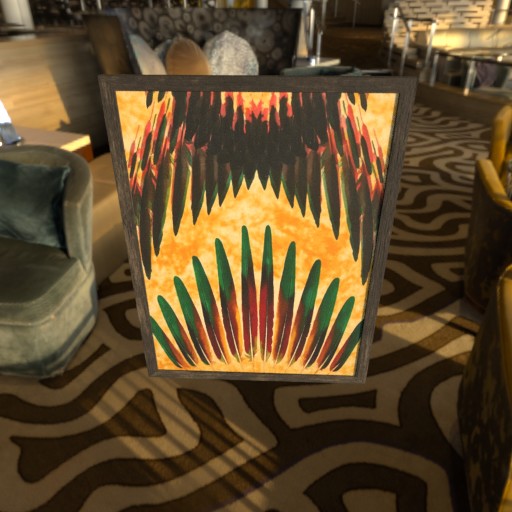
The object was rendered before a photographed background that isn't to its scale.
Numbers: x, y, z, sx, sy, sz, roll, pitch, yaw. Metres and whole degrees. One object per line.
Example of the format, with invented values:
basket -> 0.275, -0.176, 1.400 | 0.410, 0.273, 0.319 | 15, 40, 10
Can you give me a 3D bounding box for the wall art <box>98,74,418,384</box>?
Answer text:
wall art -> 0.000, 0.000, 1.403 | 0.812, 1.066, 0.029 | 1, 30, 2
